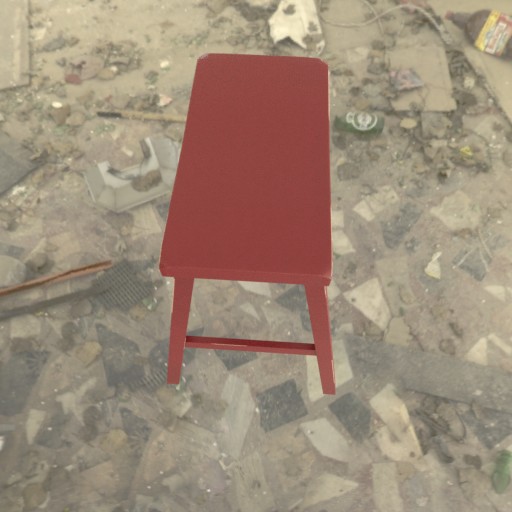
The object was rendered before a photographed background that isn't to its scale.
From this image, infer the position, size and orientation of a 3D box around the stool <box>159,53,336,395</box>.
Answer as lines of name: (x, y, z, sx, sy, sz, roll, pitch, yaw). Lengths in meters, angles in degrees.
stool: (0.000, 0.000, 1.033, 0.476, 0.737, 0.457, 3, 62, 2)
